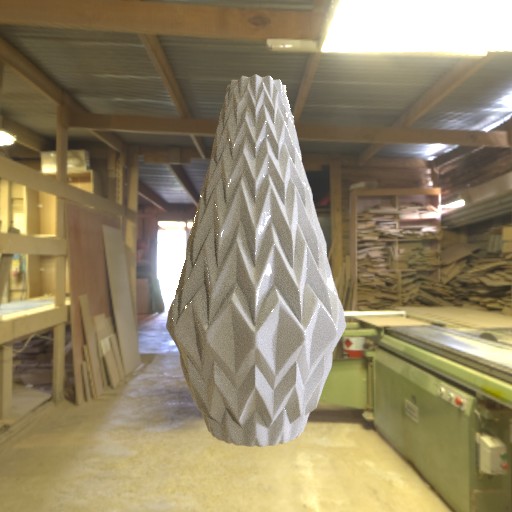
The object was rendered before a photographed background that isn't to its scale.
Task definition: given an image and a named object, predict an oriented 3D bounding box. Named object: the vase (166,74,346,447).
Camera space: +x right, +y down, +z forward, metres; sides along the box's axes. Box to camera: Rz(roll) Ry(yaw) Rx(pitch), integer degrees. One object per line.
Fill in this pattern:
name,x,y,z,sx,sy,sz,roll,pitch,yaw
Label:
vase,0.000,0.000,0.422,0.167,0.328,0.167,0,-2,0
